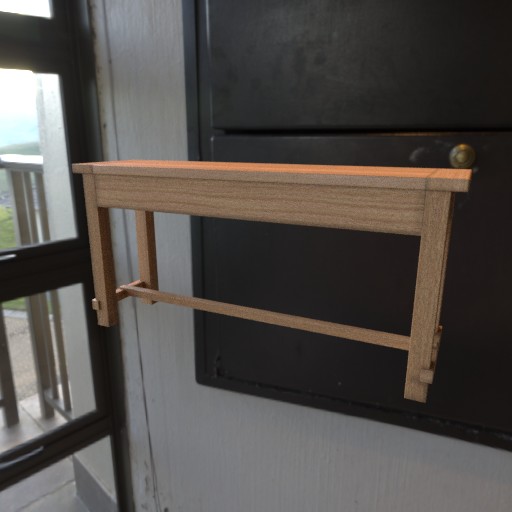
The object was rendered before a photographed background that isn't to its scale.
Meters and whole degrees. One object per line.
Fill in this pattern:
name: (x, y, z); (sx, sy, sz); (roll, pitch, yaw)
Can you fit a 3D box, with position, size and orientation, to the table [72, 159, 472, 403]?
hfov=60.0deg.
table: (0.000, 0.000, 1.914); (1.599, 0.762, 0.442); (7, 17, 25)
